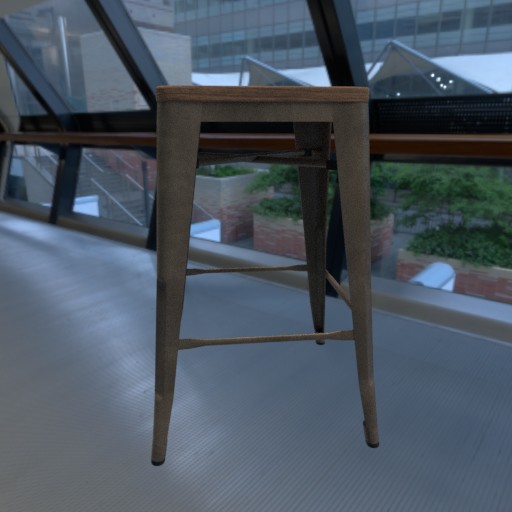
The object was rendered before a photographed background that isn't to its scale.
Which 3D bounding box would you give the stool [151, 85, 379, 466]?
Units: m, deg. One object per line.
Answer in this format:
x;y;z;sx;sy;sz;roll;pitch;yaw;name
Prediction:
0.000;0.000;0.875;0.407;0.607;0.407;-2;17;-6;stool
